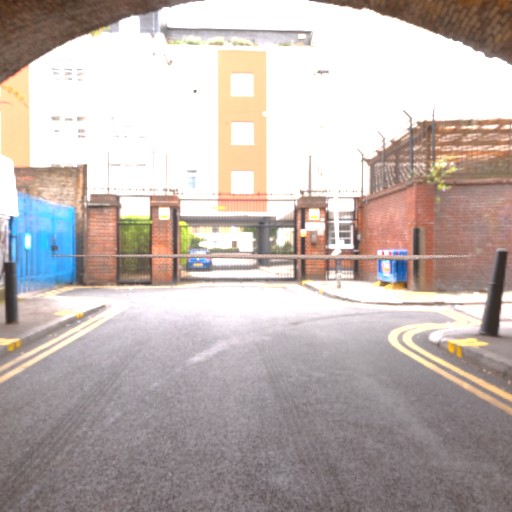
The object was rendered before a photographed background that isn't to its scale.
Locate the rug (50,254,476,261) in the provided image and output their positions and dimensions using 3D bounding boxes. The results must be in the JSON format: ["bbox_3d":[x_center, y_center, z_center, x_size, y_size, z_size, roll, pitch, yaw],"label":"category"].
[{"bbox_3d":[0.000,0.000,2.985,2.457,0.009,1.512,0,1,36],"label":"rug"}]
